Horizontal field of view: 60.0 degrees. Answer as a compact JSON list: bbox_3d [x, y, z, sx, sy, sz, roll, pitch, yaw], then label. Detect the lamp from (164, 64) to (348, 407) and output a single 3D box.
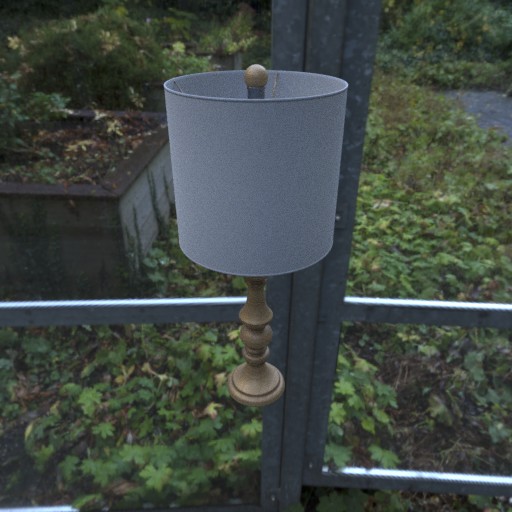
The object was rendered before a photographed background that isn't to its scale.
[{"bbox_3d":[0.000,0.000,0.748,0.250,0.597,0.250,8,31,14],"label":"lamp"}]
